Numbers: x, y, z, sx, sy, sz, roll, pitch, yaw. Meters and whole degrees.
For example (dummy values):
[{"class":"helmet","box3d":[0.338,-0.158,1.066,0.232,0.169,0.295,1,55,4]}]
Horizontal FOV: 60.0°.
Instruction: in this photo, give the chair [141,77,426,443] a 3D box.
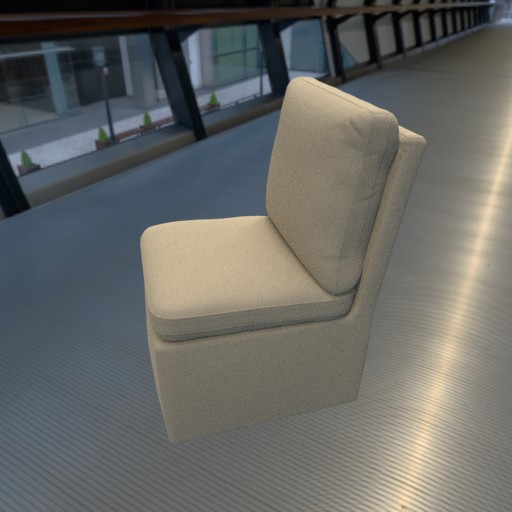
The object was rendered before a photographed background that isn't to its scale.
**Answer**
[{"class":"chair","box3d":[0.000,0.000,1.331,0.698,0.927,0.503,-8,32,-13]}]
